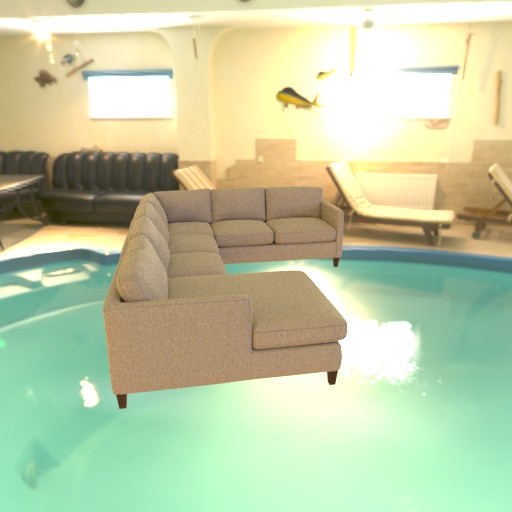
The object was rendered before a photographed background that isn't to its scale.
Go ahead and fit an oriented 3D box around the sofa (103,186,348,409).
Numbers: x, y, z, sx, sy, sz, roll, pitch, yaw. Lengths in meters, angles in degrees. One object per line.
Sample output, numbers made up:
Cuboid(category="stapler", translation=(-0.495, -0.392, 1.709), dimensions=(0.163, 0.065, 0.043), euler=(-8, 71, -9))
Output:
Cuboid(category="sofa", translation=(0.000, 0.000, 4.594), dimensions=(2.593, 0.959, 3.460), euler=(-3, 18, -10))
